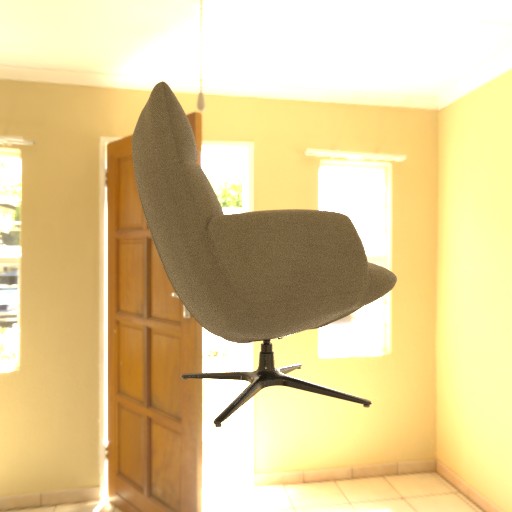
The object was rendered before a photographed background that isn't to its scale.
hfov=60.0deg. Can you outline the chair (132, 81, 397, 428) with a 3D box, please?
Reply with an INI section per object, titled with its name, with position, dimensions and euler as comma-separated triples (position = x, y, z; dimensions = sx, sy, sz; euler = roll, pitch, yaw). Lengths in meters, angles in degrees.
[chair]
position = 0.000, 0.000, 1.647
dimensions = 0.889, 1.016, 0.711
euler = 0, 0, -20
